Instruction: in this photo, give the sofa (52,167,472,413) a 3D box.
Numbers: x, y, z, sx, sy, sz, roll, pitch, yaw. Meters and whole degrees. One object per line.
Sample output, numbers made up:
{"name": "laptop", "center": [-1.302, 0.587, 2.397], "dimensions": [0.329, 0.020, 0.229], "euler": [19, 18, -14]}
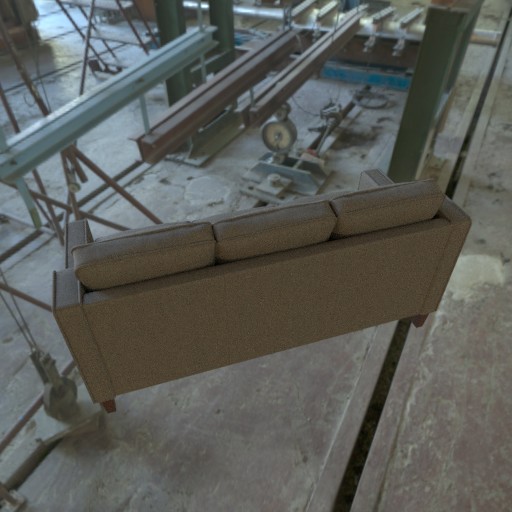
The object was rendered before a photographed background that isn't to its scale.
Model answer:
{"name": "sofa", "center": [0.000, 0.000, 2.520], "dimensions": [1.986, 0.974, 0.911], "euler": [-12, 42, -14]}
